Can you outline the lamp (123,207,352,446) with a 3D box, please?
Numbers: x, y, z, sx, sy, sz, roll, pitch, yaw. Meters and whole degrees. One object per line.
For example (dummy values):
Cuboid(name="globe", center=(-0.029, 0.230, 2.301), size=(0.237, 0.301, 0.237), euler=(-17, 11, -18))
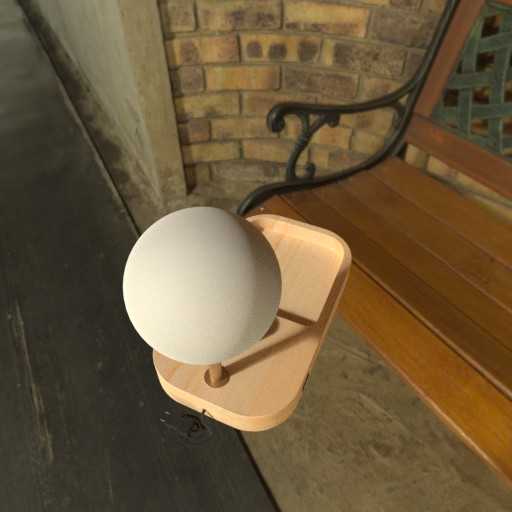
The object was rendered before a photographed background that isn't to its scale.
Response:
Cuboid(name="lamp", center=(0.000, 0.000, 0.468), size=(0.173, 0.253, 0.331), euler=(18, 49, 16))
